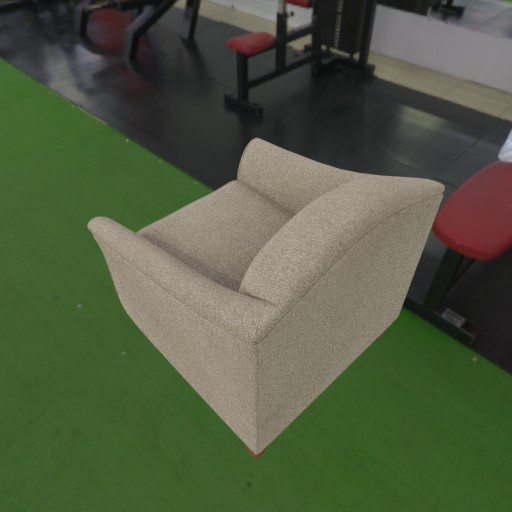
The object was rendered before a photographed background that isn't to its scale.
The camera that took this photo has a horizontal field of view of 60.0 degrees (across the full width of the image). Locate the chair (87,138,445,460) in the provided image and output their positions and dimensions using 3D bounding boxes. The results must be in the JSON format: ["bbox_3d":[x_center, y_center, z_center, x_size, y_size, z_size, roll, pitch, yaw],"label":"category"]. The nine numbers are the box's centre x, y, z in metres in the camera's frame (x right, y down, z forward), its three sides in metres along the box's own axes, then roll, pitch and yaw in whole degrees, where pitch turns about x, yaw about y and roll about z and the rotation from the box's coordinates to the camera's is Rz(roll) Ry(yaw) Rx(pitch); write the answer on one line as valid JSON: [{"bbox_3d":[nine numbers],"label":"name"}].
[{"bbox_3d":[0.000,0.000,1.472,0.763,0.839,0.787,-34,54,-29],"label":"chair"}]
